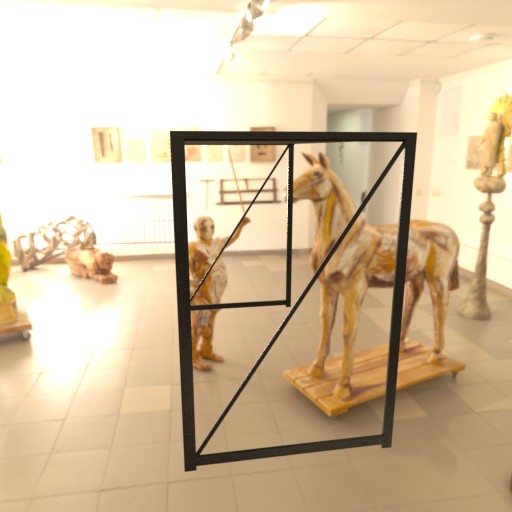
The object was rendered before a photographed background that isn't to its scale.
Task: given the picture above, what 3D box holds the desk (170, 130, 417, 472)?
[{"bbox_3d":[0.000,0.000,1.448,0.505,0.747,1.015,-2,14,-10],"label":"desk"}]
